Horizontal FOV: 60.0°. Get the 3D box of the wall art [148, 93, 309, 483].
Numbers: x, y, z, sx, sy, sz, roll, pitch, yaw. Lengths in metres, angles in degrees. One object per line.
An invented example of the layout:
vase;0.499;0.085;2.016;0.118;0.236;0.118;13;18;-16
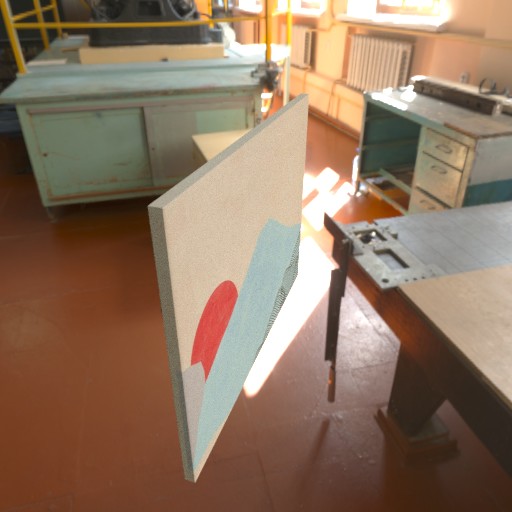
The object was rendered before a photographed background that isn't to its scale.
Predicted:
wall art;0.000;0.000;1.610;0.042;0.912;1.219;10;32;17
